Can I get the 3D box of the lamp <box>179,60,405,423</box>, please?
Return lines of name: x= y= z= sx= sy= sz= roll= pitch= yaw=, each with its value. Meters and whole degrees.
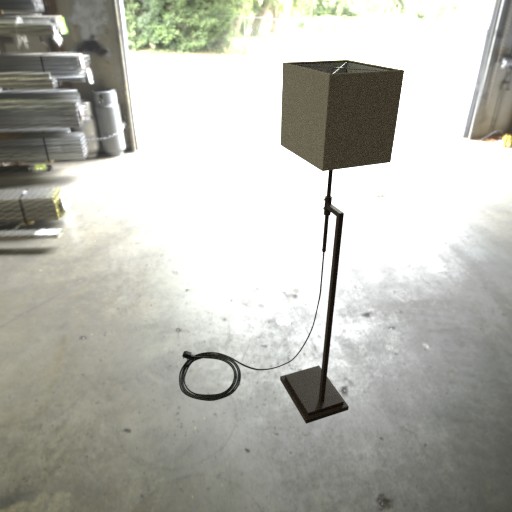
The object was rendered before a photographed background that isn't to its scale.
lamp: x=0.000 y=0.000 z=2.001 sx=0.774 sy=1.600 sz=0.698 roll=-11 pitch=31 yaw=-18
